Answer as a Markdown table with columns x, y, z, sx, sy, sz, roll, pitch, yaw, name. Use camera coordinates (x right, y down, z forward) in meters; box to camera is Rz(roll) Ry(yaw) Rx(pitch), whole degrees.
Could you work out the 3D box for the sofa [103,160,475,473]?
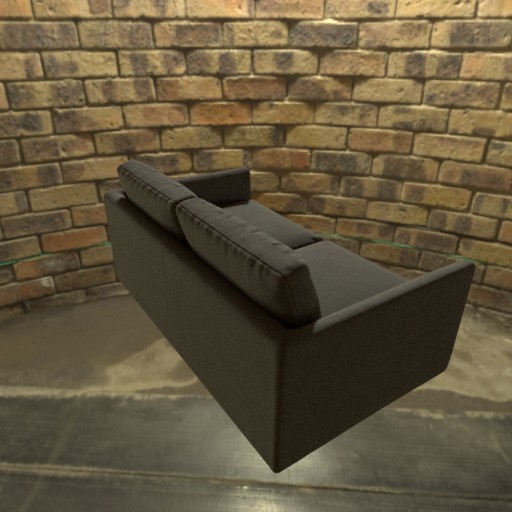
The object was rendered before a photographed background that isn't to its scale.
| x | y | z | sx | sy | sz | roll | pitch | yaw | name |
| --- | --- | --- | --- | --- | --- | --- | --- | --- | --- |
| 0.000 | 0.000 | 2.486 | 1.091 | 0.845 | 1.909 | -17 | 31 | -30 | sofa |
